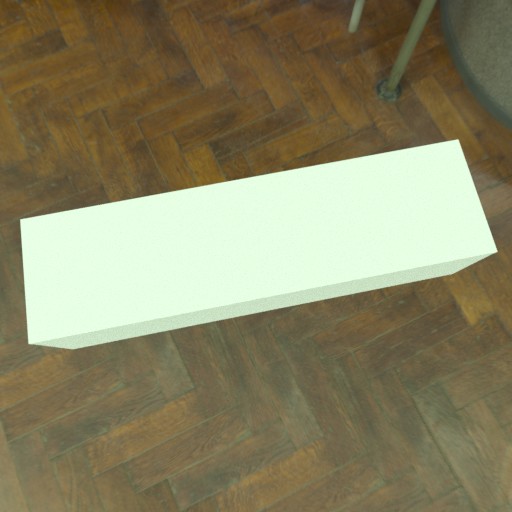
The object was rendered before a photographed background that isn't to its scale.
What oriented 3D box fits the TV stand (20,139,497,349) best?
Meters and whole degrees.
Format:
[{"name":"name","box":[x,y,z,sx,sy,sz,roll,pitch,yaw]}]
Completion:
[{"name":"TV stand","box":[0.000,0.000,1.615,1.398,0.560,0.401,-11,76,-3]}]
